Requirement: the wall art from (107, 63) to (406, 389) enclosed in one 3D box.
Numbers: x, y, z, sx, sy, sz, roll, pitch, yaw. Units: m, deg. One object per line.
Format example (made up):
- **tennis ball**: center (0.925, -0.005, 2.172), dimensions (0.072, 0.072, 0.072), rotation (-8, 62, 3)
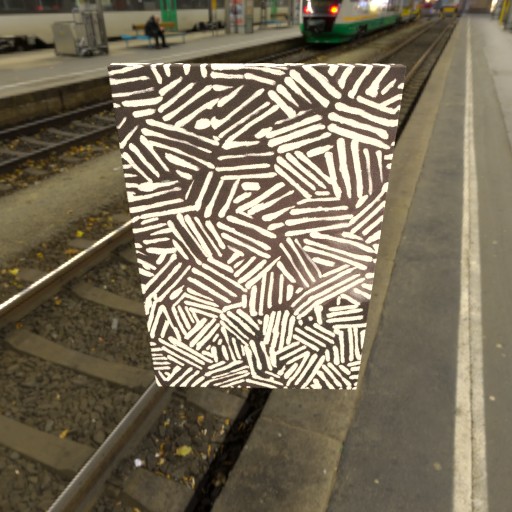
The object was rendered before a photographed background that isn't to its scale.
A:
- **wall art**: center (0.000, 0.000, 1.150), dimensions (0.615, 0.918, 0.035), rotation (1, 30, 1)
